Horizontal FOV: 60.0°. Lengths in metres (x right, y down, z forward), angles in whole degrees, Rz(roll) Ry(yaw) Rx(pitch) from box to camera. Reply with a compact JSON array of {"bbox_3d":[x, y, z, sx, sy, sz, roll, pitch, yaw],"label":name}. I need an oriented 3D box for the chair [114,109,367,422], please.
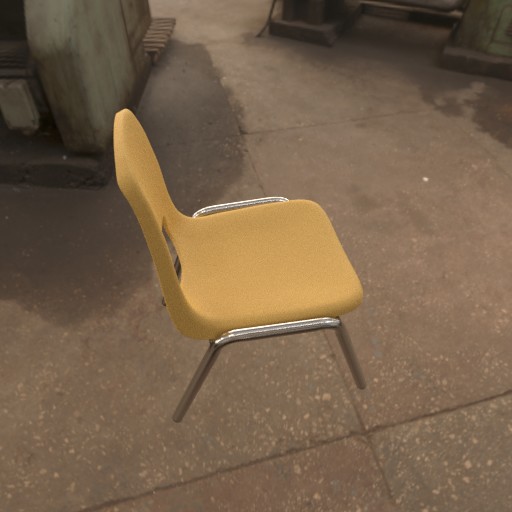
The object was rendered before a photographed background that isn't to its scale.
[{"bbox_3d":[0.000,0.000,0.848,0.423,0.586,0.354,-9,47,-8],"label":"chair"}]
